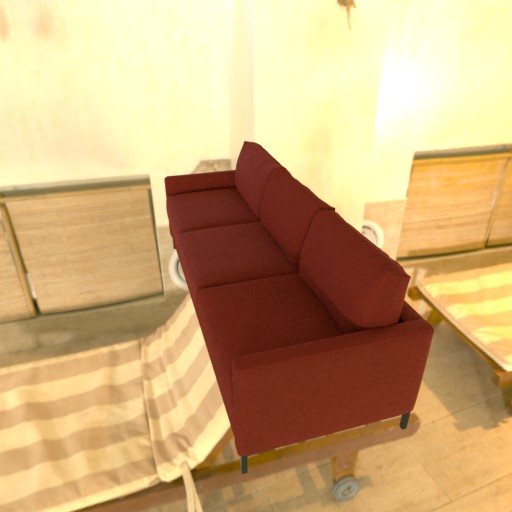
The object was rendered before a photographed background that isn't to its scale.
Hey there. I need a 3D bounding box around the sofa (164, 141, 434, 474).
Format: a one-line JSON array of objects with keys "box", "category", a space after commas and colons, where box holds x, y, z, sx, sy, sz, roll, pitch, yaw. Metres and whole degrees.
[{"box": [0.000, 0.000, 2.719, 0.875, 0.879, 2.252, -8, 30, -15], "category": "sofa"}]
